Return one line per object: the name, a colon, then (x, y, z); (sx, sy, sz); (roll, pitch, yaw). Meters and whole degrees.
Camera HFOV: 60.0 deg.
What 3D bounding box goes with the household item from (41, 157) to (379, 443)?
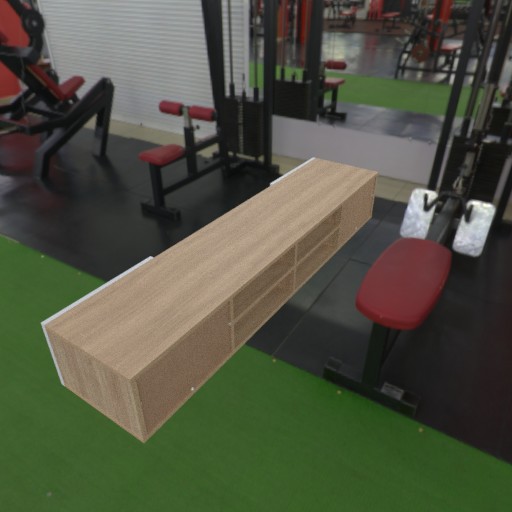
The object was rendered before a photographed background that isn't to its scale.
household item: (0.000, 0.000, 2.060); (0.420, 0.310, 1.850); (20, 38, 28)
